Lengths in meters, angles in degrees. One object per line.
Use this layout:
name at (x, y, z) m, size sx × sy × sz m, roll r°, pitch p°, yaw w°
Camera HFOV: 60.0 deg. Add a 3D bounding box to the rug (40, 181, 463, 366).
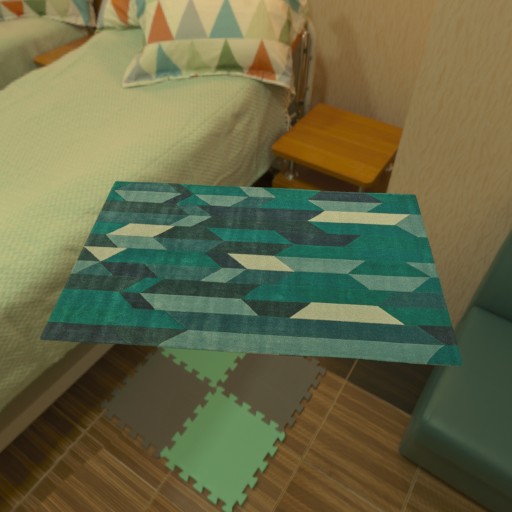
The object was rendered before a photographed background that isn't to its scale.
rug at (0.000, 0.000, 3.043) m, size 2.420 × 0.005 × 1.528 m, roll 3°, pitch 47°, yaw 3°
